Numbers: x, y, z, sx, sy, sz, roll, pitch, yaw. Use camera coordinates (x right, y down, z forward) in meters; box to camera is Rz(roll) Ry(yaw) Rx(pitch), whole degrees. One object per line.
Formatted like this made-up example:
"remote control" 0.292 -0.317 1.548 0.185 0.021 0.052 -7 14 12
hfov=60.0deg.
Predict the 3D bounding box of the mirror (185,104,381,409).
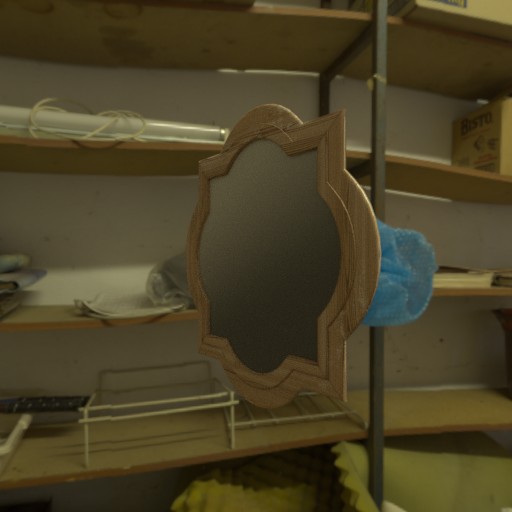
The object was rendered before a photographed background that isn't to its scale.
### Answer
"mirror" 0.000 0.000 1.043 0.019 0.686 0.686 1 -1 -37
